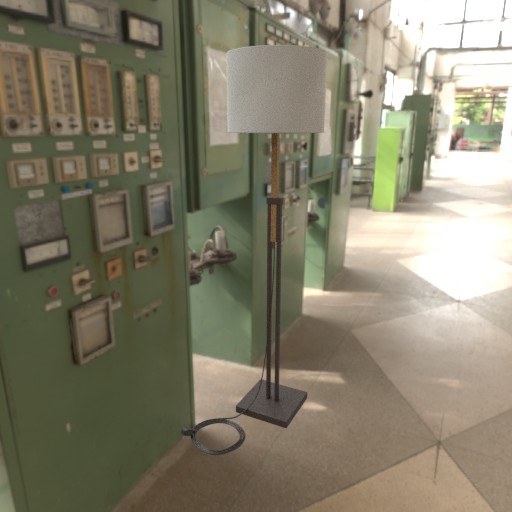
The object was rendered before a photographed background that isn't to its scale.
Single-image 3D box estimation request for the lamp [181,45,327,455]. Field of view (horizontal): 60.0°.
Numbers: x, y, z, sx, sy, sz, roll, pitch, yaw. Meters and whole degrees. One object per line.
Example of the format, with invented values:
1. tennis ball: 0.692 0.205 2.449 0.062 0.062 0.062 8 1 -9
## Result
1. lamp: 0.000 0.000 1.938 0.474 1.650 0.639 8 18 26
